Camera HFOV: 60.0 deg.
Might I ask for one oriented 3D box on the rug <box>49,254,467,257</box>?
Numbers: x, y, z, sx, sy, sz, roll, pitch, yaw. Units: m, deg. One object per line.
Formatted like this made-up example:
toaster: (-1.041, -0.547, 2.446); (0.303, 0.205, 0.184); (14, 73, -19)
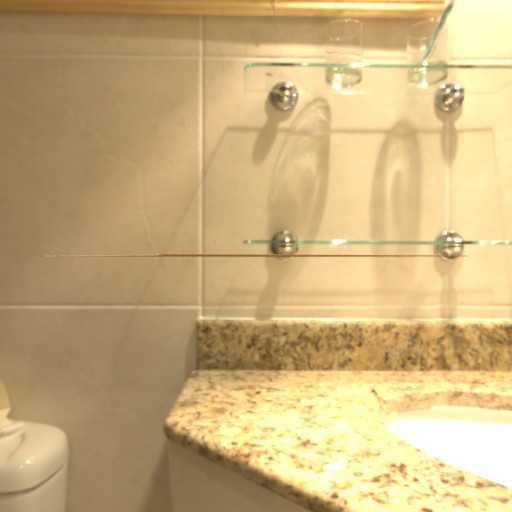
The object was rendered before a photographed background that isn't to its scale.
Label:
rug: (0.000, 0.000, 4.139); (3.143, 0.008, 2.451); (0, 0, -38)
